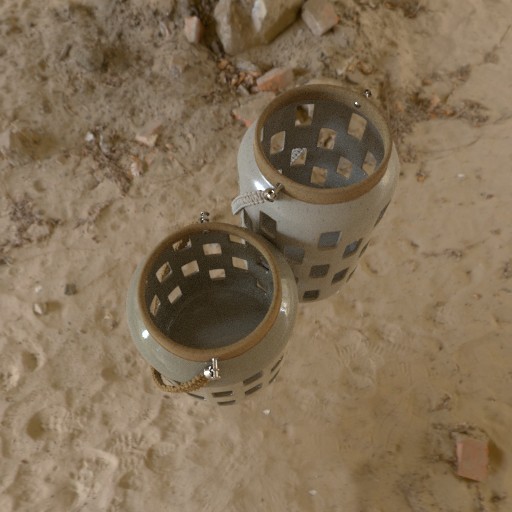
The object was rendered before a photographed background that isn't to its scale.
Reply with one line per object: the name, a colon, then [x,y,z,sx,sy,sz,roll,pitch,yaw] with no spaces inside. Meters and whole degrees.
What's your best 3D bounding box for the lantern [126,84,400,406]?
lantern: [0.000,0.000,0.499,0.184,0.255,0.347,36,70,15]
